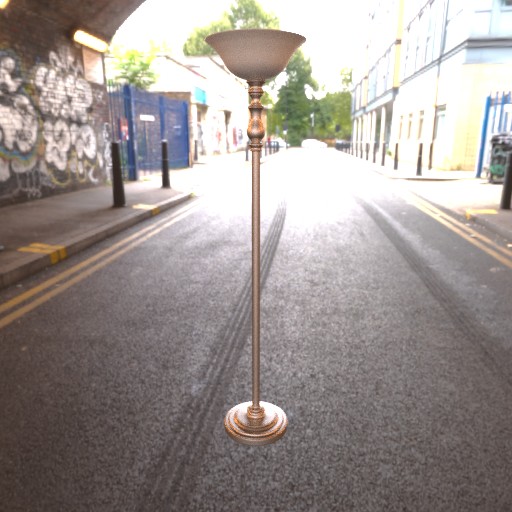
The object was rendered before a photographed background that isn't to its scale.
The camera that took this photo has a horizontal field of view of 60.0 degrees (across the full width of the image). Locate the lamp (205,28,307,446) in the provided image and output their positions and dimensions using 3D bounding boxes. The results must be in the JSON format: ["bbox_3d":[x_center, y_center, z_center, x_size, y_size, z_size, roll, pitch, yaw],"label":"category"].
[{"bbox_3d":[0.000,0.000,1.988,0.405,1.771,0.405,-14,20,-42],"label":"lamp"}]
